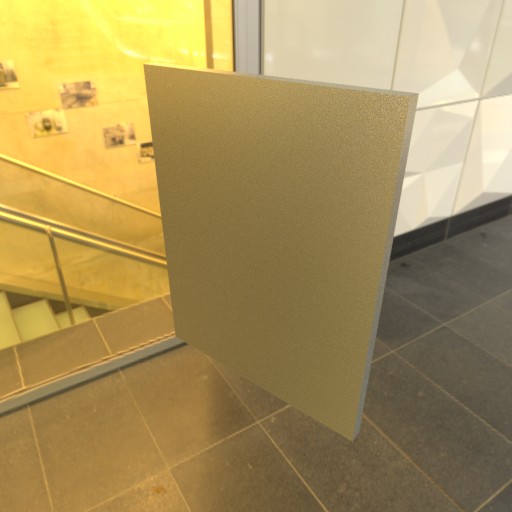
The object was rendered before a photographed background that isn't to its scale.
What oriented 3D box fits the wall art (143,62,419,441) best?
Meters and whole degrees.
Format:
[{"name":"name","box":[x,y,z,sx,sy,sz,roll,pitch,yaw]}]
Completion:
[{"name":"wall art","box":[0.000,0.000,0.749,0.444,0.569,0.025,22,37,32]}]
